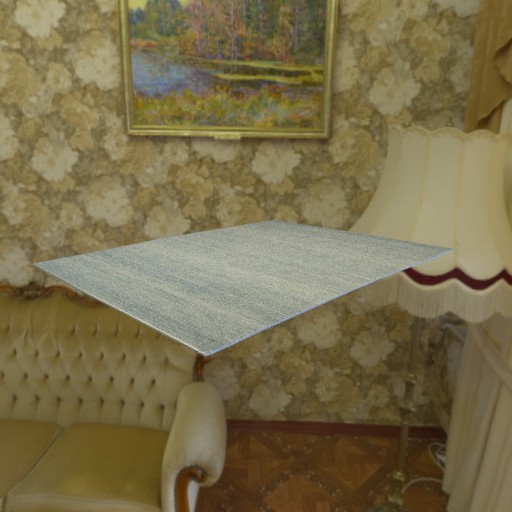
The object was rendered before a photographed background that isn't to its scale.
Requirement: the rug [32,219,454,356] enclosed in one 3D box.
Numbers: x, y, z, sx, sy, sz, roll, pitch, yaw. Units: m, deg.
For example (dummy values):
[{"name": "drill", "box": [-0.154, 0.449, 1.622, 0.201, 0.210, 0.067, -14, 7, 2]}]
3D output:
[{"name": "rug", "box": [0.000, 0.000, 4.231, 2.461, 0.046, 3.237, 14, 20, 43]}]
